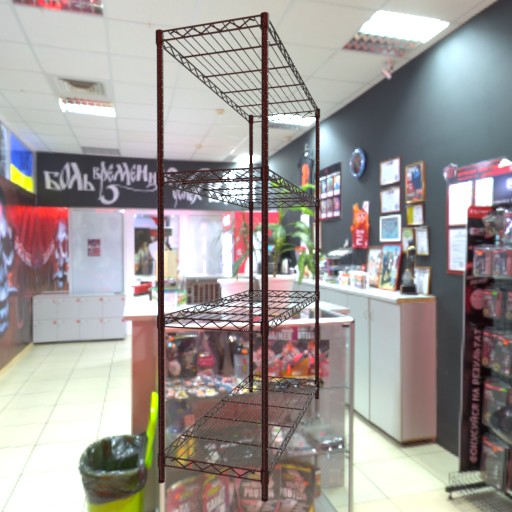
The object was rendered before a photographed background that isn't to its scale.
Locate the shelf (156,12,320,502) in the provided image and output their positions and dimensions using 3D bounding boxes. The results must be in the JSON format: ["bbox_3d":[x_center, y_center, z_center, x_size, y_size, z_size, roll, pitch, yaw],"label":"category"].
[{"bbox_3d":[0.000,0.000,1.710,0.352,1.361,0.907,0,1,17],"label":"shelf"}]
